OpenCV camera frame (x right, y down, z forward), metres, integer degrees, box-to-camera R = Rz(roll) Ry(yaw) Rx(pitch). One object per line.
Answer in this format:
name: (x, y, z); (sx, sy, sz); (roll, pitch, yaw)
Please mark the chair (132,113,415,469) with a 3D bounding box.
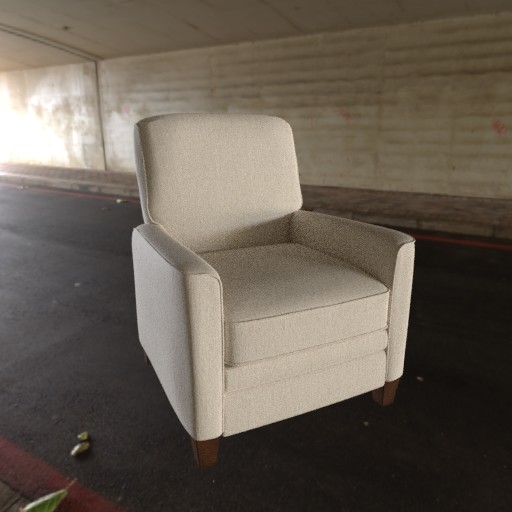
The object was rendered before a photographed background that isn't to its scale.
chair: (0.000, 0.000, 1.652); (0.841, 1.028, 0.858); (-8, 18, -25)
